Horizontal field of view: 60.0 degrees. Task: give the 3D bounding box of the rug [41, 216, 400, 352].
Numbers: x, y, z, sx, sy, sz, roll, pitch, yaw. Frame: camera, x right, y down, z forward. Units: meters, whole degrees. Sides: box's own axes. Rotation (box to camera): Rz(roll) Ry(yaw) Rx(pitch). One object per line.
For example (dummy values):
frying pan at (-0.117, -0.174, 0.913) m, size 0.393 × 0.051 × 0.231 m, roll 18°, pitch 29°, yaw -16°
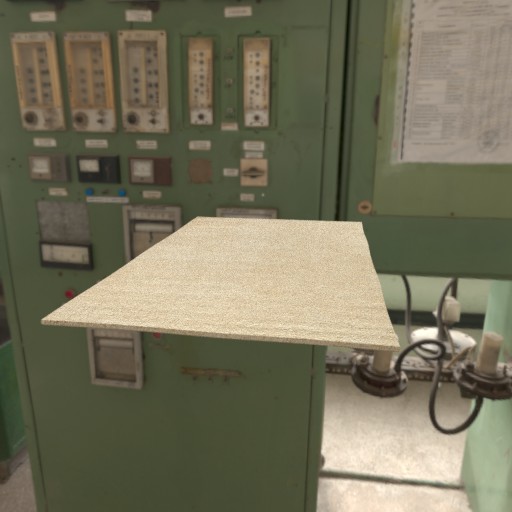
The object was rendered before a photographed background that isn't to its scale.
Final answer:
rug at (0.000, 0.000, 2.914) m, size 1.500 × 0.025 × 2.346 m, roll 3°, pitch 16°, yaw 9°
